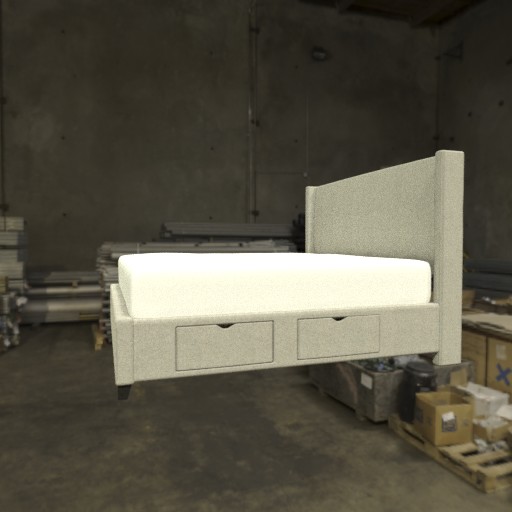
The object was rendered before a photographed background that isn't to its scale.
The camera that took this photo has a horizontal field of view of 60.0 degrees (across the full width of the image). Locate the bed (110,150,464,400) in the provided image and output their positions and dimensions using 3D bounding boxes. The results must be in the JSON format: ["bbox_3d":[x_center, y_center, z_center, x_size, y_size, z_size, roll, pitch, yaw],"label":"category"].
[{"bbox_3d":[0.000,0.000,3.677,2.280,1.470,2.140,-1,2,-19],"label":"bed"}]
